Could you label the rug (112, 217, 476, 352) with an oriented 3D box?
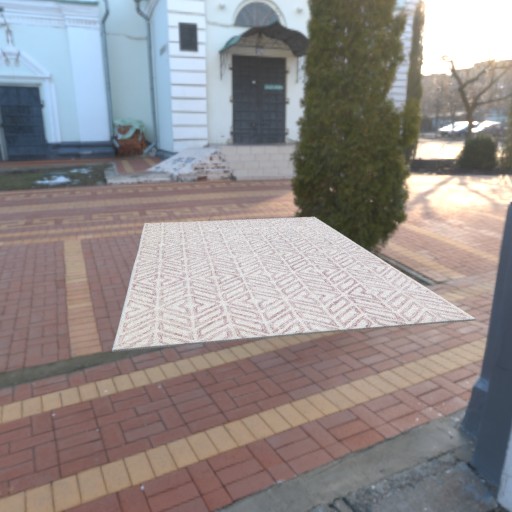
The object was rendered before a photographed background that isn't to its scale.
[{"bbox_3d":[0.000,0.000,2.296,1.220,0.007,1.828,-3,17,-10],"label":"rug"}]
